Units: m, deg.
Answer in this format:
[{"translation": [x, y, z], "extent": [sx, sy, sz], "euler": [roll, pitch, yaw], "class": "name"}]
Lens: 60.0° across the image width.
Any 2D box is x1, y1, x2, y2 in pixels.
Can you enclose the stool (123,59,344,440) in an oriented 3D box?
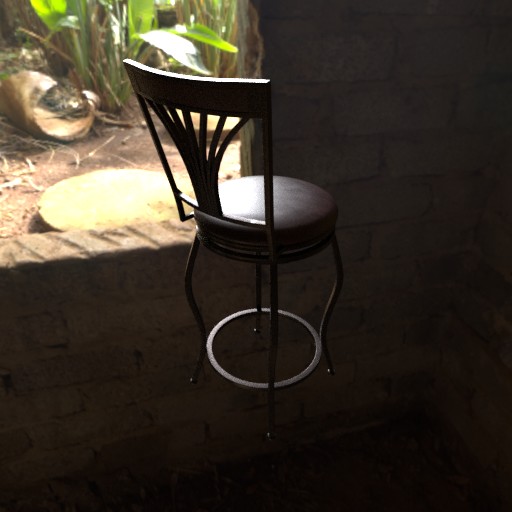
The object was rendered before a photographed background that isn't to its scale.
[{"translation": [0.000, 0.000, 1.357], "extent": [0.433, 1.117, 0.514], "euler": [24, 38, 33], "class": "stool"}]
